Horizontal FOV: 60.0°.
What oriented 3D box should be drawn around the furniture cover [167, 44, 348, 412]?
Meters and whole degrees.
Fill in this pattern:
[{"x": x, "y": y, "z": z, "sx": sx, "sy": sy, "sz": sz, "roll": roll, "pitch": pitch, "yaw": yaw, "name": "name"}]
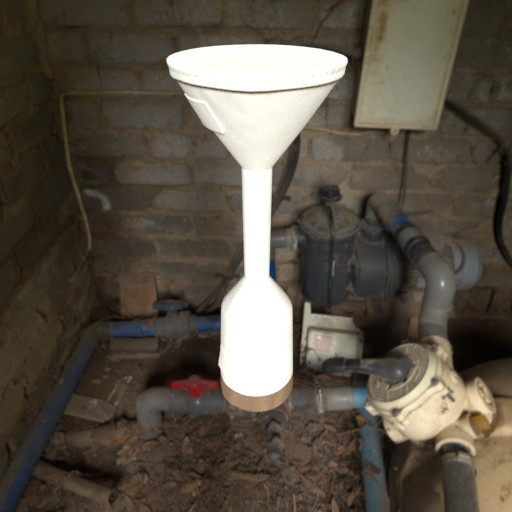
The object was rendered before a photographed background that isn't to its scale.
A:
[{"x": 0.000, "y": 0.000, "z": 2.902, "sx": 0.914, "sy": 2.413, "sz": 0.914, "roll": -21, "pitch": 38, "yaw": -30, "name": "furniture cover"}]
